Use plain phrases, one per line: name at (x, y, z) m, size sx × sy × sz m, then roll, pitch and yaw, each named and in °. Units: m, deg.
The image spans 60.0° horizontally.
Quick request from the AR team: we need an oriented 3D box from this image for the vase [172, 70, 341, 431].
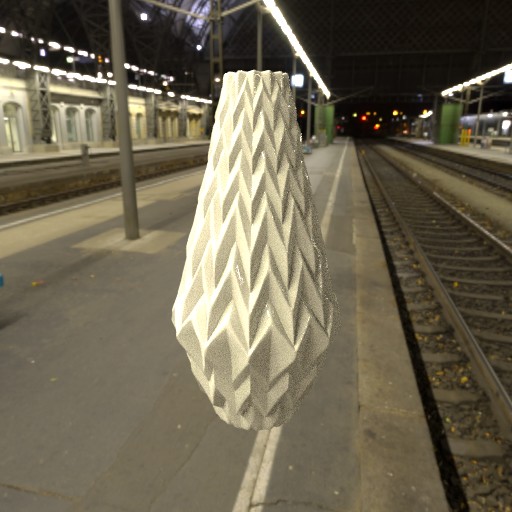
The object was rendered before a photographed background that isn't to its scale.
vase at (0.000, 0.000, 0.429) m, size 0.167 × 0.328 × 0.167 m, roll 0°, pitch 16°, yaw 0°
